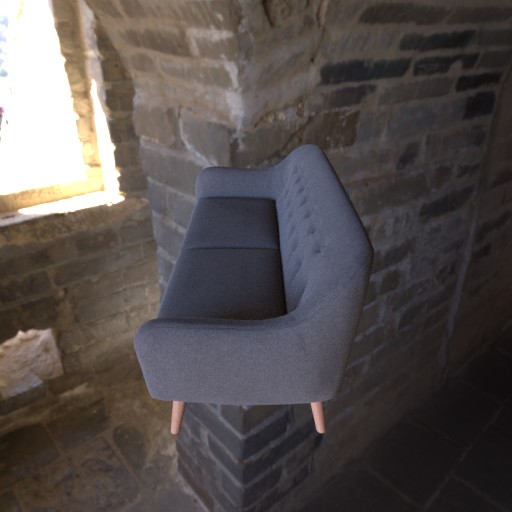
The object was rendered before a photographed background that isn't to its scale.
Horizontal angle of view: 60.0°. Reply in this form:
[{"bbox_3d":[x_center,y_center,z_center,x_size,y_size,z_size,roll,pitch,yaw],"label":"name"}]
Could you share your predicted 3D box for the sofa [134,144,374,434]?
[{"bbox_3d":[0.000,0.000,2.273,0.820,0.820,1.840,0,27,0],"label":"sofa"}]
